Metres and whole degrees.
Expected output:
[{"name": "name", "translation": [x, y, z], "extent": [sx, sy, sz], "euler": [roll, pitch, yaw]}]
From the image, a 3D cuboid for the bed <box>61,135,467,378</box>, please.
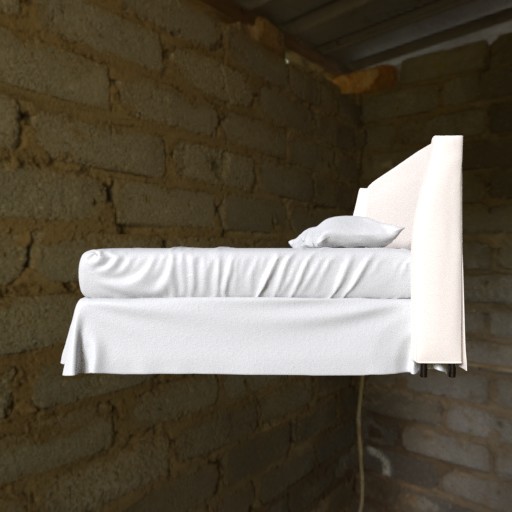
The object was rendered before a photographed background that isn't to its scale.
[{"name": "bed", "translation": [0.000, 0.000, 3.327], "extent": [2.276, 1.332, 1.925], "euler": [0, 0, 1]}]
